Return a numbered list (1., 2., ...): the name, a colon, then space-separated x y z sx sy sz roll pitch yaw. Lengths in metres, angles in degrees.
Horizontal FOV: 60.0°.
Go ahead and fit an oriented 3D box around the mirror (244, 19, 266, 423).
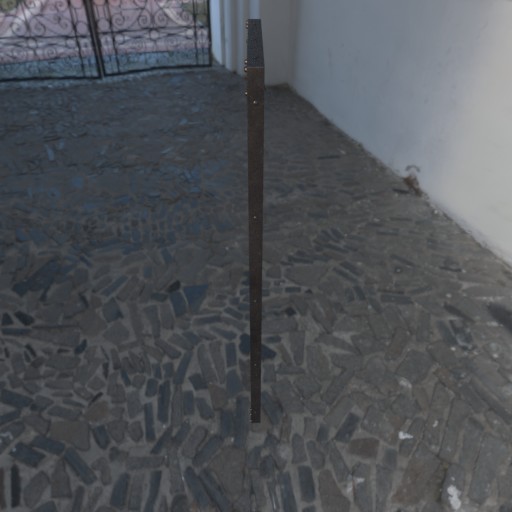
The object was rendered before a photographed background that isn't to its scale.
1. mirror: 0.000 0.000 1.189 0.042 1.080 0.354 0 39 0
